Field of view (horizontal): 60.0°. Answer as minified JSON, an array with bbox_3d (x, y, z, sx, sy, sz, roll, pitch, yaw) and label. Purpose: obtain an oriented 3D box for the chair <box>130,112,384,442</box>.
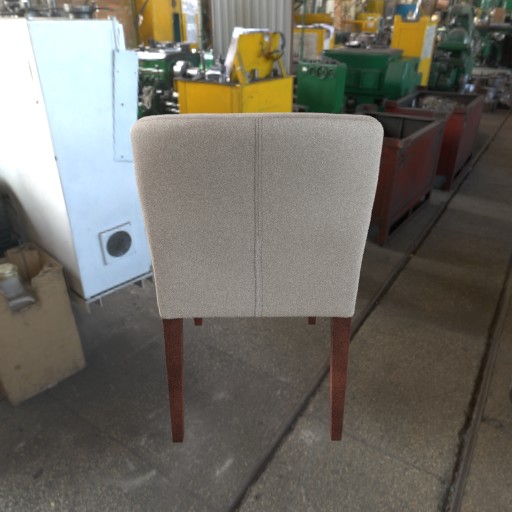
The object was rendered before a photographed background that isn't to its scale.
[{"bbox_3d":[0.000,0.000,1.170,0.491,0.839,0.592,0,29,-1],"label":"chair"}]
